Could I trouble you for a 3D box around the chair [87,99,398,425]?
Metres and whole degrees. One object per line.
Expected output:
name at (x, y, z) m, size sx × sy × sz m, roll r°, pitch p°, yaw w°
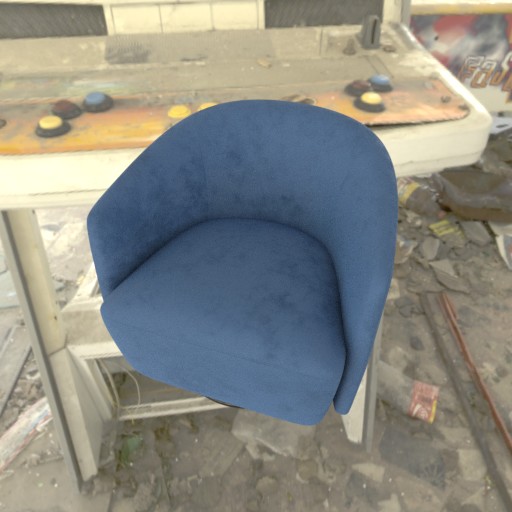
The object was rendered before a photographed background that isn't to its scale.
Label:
chair at (0.000, 0.000, 1.359) m, size 0.773 × 0.698 × 0.767 m, roll 13°, pitch 43°, yaw 14°
